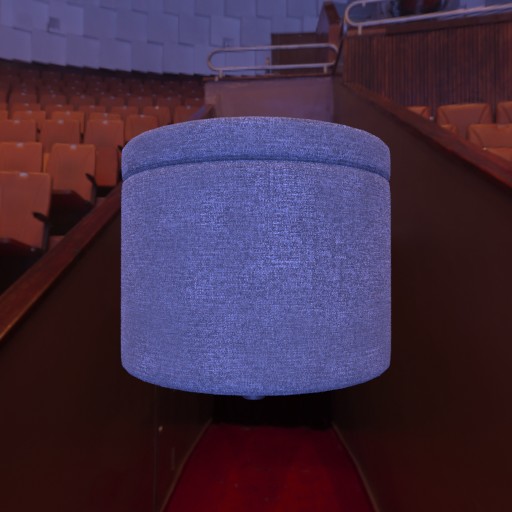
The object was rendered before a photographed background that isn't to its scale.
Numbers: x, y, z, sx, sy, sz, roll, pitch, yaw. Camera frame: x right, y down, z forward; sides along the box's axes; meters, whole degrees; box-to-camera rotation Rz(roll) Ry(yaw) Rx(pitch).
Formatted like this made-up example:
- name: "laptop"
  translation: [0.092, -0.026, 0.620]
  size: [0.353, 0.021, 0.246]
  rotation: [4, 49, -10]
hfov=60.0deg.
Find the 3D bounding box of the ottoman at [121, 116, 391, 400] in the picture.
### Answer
- name: "ottoman"
  translation: [0.000, 0.000, 0.857]
  size: [0.500, 0.419, 0.500]
  rotation: [0, 0, 0]
